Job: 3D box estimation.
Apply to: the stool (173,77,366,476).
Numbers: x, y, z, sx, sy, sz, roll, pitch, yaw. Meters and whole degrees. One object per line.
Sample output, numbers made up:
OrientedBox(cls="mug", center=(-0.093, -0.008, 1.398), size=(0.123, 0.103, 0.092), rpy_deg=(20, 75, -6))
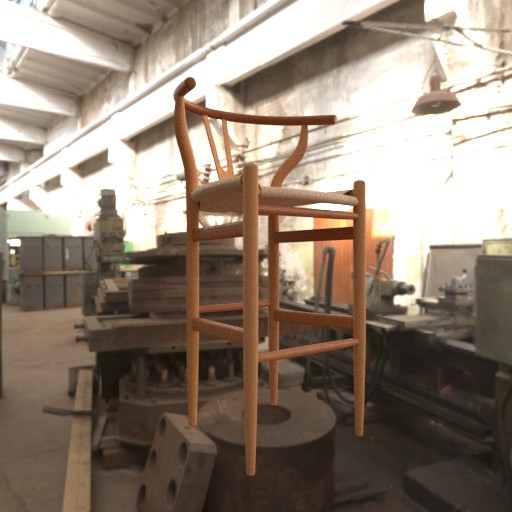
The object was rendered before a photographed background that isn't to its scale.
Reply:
OrientedBox(cls="stool", center=(0.000, 0.000, 1.404), size=(0.574, 1.068, 0.561), rpy_deg=(0, 0, -36))
